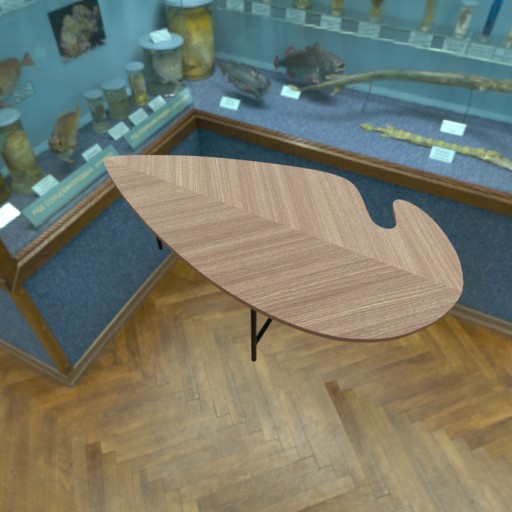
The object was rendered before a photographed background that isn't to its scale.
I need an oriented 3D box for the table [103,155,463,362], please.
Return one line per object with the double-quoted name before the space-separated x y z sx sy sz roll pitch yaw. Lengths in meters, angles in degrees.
"table" 0.000 0.000 1.457 1.199 0.360 0.598 22 51 19
